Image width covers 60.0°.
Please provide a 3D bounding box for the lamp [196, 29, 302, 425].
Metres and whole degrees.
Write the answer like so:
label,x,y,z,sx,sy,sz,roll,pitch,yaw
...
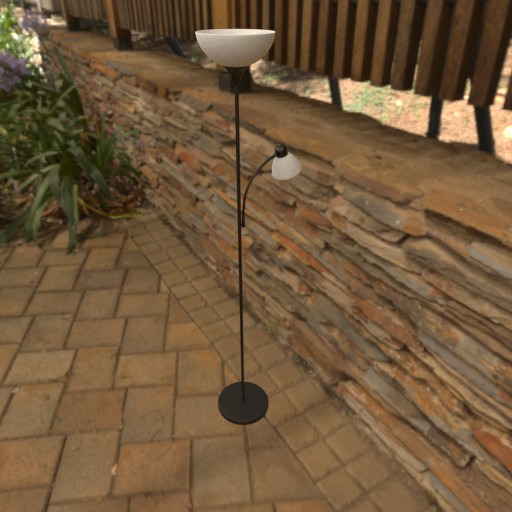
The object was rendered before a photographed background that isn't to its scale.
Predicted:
label,x,y,z,sx,sy,sz,roll,pitch,yaw
lamp,0.000,0.000,1.988,0.442,1.804,0.279,-20,36,-30
